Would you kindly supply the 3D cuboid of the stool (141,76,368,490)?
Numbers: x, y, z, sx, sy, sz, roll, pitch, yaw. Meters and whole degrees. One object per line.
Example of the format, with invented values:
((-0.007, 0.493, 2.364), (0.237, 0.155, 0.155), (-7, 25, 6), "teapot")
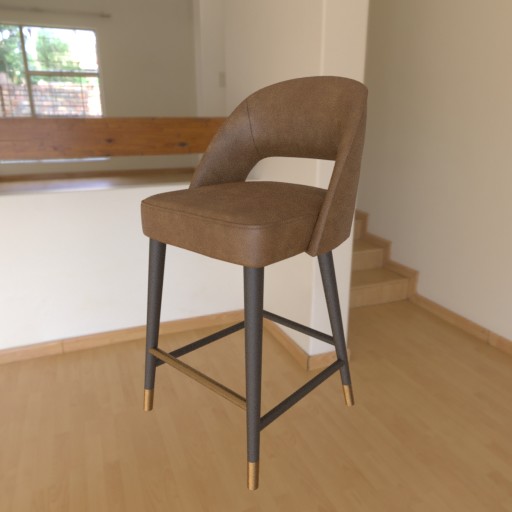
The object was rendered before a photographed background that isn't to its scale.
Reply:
((0.000, 0.000, 1.209), (0.494, 0.940, 0.509), (16, 23, 41), "stool")
